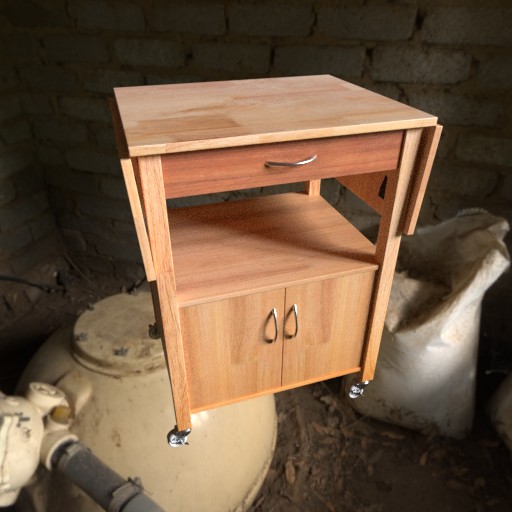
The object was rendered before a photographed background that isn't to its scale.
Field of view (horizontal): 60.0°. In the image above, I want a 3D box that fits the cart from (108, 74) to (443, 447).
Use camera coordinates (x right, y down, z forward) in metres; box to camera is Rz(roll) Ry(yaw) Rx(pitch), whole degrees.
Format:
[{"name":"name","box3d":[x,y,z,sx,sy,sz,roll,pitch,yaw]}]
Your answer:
[{"name":"cart","box3d":[0.000,0.000,1.236,0.640,0.838,0.508,-10,33,-15]}]
